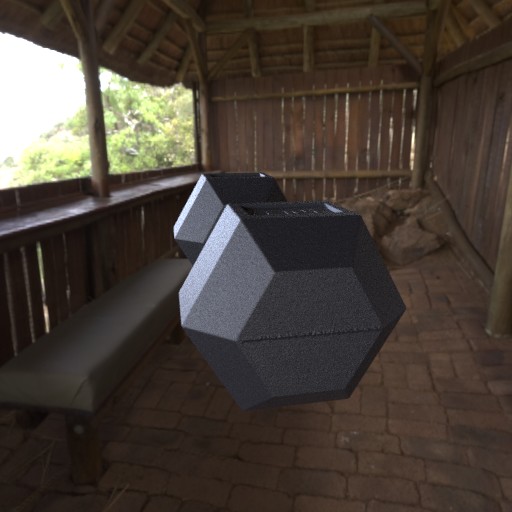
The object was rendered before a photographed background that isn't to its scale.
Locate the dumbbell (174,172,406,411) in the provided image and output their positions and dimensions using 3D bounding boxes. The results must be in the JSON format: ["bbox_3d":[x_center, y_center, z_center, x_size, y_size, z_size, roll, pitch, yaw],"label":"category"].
[{"bbox_3d":[0.000,0.000,0.444,0.157,0.137,0.361,-3,16,-11],"label":"dumbbell"}]
